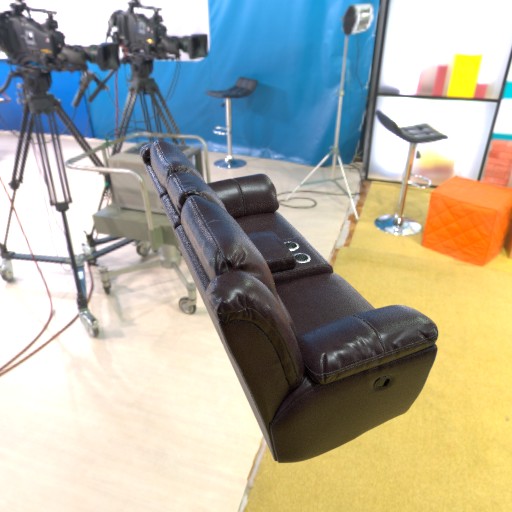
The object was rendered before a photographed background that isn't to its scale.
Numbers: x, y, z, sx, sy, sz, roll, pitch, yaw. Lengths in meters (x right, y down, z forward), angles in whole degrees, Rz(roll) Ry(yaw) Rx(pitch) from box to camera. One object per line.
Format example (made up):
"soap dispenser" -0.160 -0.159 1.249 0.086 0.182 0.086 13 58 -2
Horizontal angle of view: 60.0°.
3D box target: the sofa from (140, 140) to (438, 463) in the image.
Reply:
"sofa" 0.000 0.000 2.565 0.991 1.043 2.058 -10 32 -17
